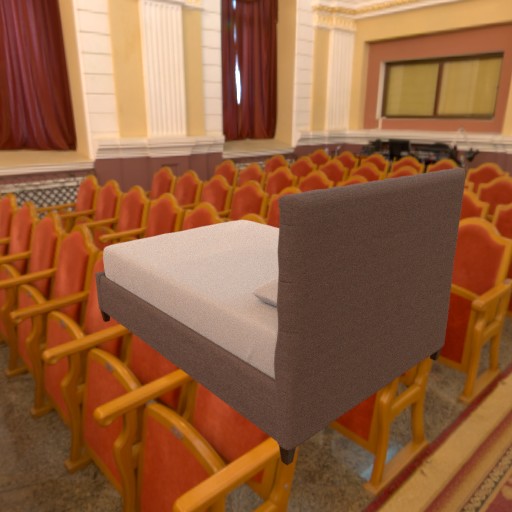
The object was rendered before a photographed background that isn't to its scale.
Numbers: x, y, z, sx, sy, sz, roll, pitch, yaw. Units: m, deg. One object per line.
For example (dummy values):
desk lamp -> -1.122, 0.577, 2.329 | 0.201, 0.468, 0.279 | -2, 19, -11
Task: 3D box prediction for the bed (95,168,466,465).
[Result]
bed -> 0.000, 0.000, 3.467 | 1.698, 1.427, 2.387 | -15, 23, -39
